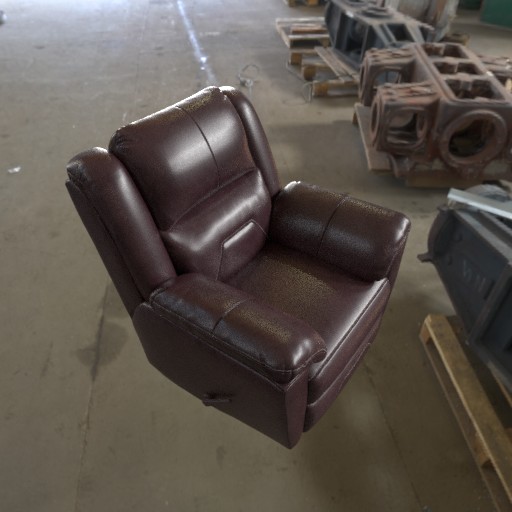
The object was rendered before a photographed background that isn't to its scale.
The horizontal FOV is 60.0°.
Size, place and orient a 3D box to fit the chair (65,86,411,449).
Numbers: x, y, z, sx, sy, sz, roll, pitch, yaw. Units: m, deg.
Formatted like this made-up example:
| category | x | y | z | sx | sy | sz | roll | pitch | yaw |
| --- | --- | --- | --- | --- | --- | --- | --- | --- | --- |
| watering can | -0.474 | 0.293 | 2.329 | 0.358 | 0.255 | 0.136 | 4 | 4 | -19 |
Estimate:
| category | x | y | z | sx | sy | sz | roll | pitch | yaw |
| --- | --- | --- | --- | --- | --- | --- | --- | --- | --- |
| chair | 0.000 | 0.000 | 1.862 | 1.041 | 1.093 | 0.990 | 26 | 48 | 27 |
